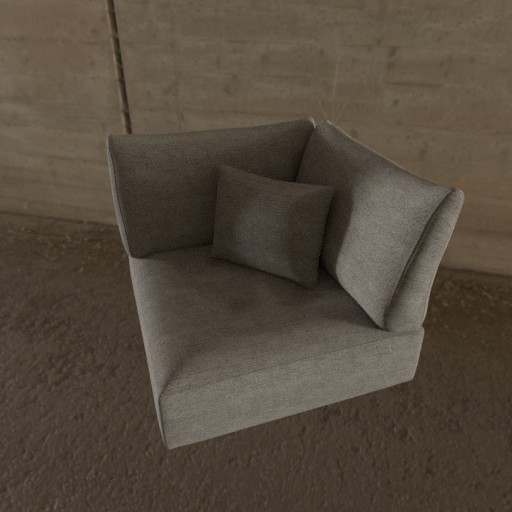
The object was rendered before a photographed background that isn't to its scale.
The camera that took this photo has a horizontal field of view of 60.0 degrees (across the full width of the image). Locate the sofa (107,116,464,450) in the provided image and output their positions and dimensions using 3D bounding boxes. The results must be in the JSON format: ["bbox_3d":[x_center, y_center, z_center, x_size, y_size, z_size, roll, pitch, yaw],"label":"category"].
[{"bbox_3d":[0.000,0.000,1.767,1.000,0.820,1.000,-10,32,-16],"label":"sofa"}]
